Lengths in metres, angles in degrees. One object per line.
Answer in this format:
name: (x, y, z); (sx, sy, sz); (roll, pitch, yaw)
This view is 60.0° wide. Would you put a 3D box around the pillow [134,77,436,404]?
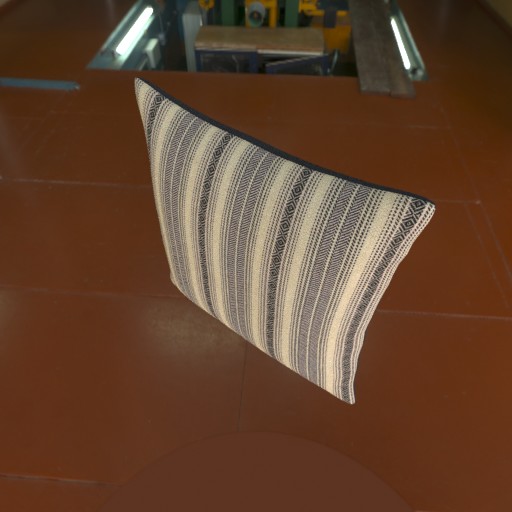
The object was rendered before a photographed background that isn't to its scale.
pillow: (0.000, 0.000, 0.798); (0.520, 0.508, 0.166); (30, 54, 25)
